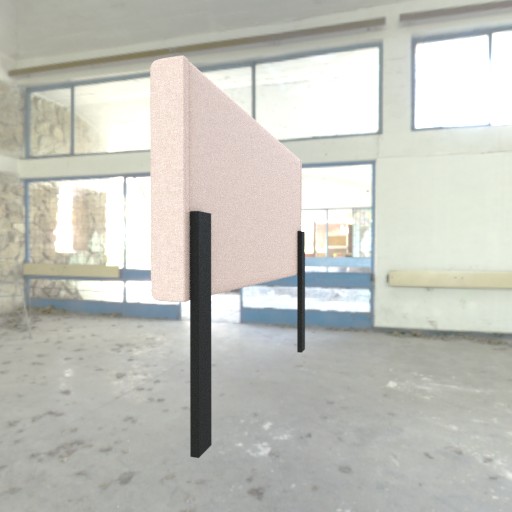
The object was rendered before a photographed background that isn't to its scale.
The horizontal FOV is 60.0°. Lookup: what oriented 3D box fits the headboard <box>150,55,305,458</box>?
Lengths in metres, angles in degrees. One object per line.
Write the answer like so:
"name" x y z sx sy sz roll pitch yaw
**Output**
"headboard" 0.000 0.000 2.647 0.184 1.524 2.051 0 1 18
